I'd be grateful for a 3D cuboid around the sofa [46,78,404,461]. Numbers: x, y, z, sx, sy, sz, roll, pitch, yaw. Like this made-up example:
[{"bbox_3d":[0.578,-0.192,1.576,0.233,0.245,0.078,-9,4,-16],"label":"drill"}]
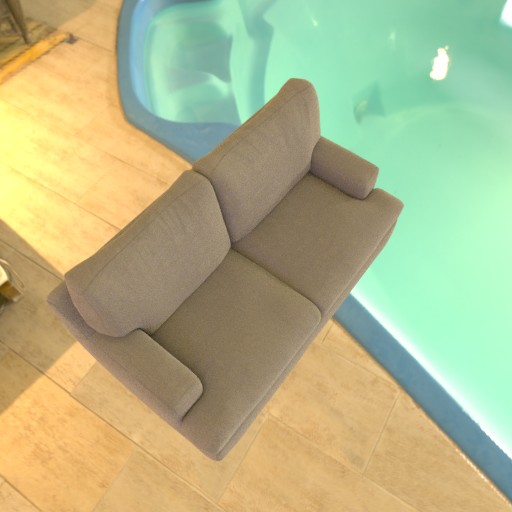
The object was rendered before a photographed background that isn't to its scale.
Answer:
[{"bbox_3d":[0.000,0.000,2.430,0.962,0.980,1.855,34,64,19],"label":"sofa"}]
